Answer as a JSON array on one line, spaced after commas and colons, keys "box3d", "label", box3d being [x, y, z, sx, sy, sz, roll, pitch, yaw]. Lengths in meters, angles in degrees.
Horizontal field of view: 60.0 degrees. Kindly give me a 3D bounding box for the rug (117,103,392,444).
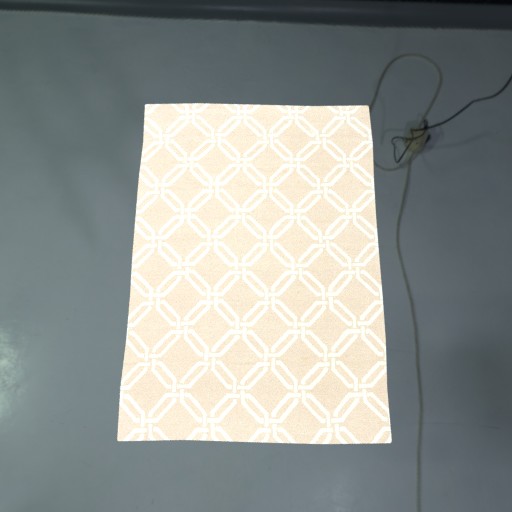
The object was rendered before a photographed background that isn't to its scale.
[{"box3d": [0.000, 0.000, 2.714, 1.524, 0.013, 2.135, 0, 75, 0], "label": "rug"}]
